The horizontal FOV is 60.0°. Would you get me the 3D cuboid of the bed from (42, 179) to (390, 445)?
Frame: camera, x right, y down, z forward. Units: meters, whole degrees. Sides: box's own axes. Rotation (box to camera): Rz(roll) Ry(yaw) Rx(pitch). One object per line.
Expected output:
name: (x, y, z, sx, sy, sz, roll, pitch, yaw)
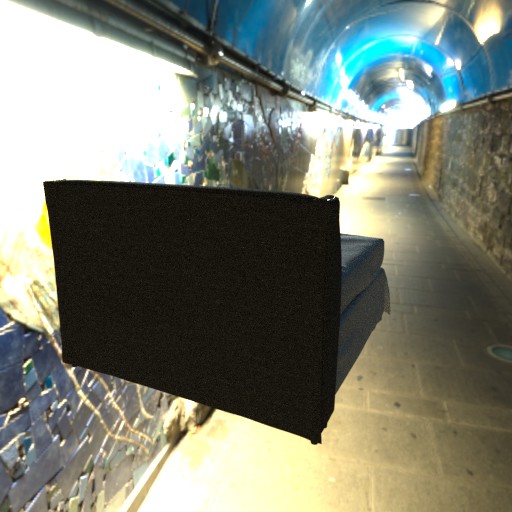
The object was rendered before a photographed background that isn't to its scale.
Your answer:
bed: (0.000, 0.000, 3.515, 1.925, 1.332, 2.276, 8, 17, 26)
